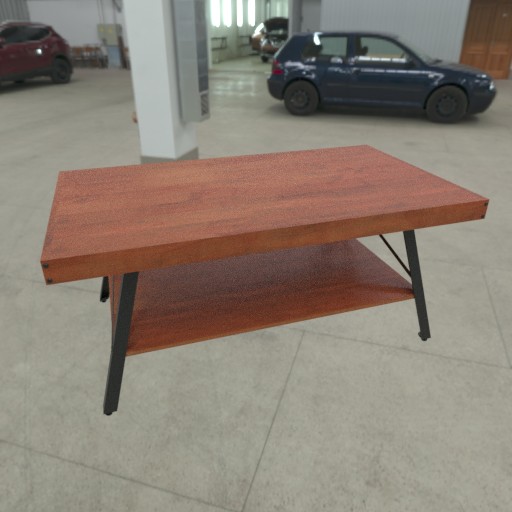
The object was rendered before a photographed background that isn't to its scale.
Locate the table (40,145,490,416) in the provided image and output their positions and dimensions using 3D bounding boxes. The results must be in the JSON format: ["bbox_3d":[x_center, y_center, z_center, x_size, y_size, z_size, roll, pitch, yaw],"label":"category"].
[{"bbox_3d":[0.000,0.000,1.355,1.067,0.457,0.610,-9,29,-16],"label":"table"}]
